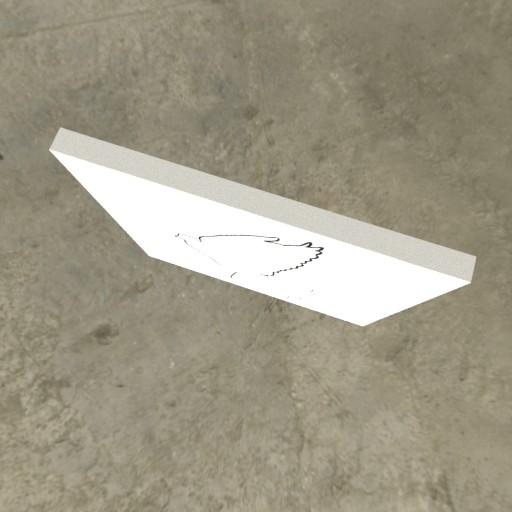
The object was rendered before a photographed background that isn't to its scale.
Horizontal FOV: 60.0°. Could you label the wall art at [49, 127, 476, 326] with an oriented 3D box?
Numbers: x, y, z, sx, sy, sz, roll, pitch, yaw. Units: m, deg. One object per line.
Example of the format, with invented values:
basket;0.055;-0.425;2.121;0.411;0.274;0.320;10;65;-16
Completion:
wall art;0.000;0.000;0.908;0.610;0.610;0.038;18;76;4
